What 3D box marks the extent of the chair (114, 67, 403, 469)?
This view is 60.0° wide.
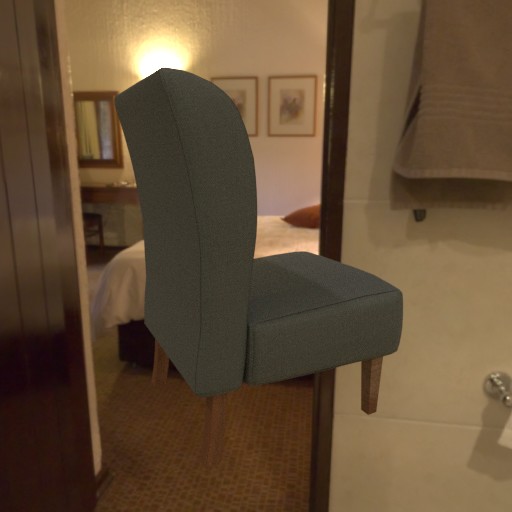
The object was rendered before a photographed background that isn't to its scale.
[{"bbox_3d":[0.000,0.000,1.146,0.592,0.804,0.513,-7,15,-28],"label":"chair"}]
